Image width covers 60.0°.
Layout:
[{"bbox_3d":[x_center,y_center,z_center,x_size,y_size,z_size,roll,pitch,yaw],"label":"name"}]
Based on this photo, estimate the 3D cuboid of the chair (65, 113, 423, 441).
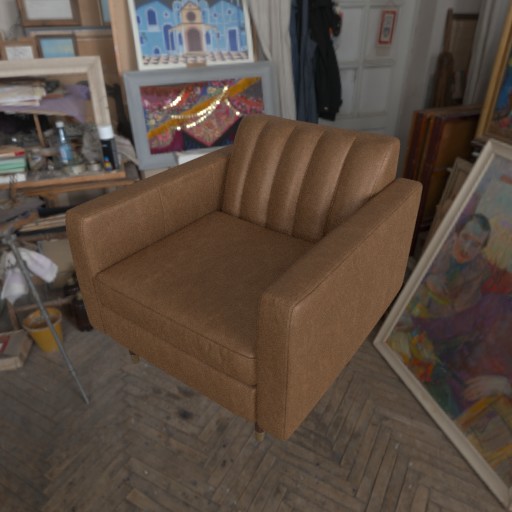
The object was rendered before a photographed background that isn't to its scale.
[{"bbox_3d":[0.000,0.000,1.708,0.953,0.819,0.998,20,37,30],"label":"chair"}]
